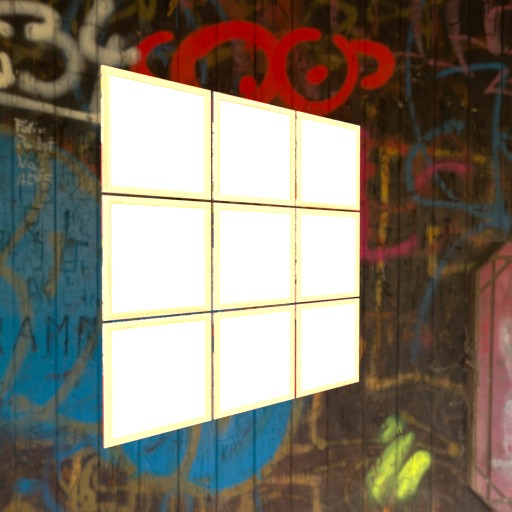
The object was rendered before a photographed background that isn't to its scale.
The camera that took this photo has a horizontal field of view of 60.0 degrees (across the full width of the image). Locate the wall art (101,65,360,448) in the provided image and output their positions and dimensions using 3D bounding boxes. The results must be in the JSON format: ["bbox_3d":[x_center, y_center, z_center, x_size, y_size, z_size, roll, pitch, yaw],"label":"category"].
[{"bbox_3d":[0.000,0.000,1.765,1.206,1.218,0.013,-1,1,-36],"label":"wall art"}]
